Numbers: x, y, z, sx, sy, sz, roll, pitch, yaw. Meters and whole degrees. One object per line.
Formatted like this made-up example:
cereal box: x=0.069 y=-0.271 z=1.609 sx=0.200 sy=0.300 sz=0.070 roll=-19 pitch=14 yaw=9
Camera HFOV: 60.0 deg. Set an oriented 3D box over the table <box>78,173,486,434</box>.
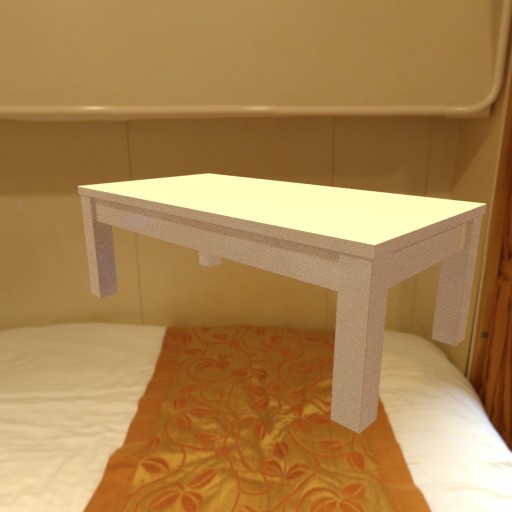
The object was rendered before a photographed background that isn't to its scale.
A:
table: x=0.000 y=0.000 z=1.674 sx=1.350 sy=0.470 sz=0.700 roll=15 pitch=22 yaw=42
